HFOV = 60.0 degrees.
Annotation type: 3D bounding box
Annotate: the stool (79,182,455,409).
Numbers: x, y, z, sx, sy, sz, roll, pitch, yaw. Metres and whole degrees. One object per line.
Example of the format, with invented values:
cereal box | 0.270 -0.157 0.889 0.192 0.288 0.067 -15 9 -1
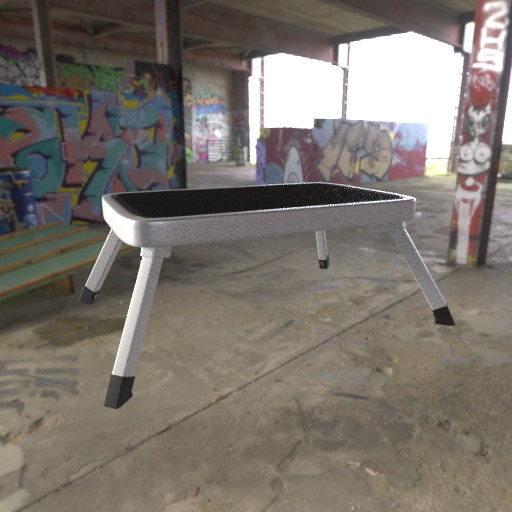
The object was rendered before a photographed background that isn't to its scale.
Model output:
stool | 0.000 0.000 0.622 0.460 0.170 0.320 -7 17 -24
